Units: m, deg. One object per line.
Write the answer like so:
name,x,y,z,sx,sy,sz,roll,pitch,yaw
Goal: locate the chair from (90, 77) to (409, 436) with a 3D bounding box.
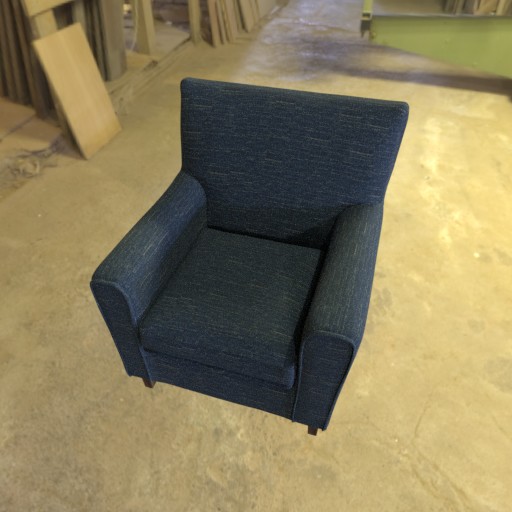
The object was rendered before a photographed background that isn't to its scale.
chair,0.000,0.000,1.628,0.864,0.928,0.873,12,42,13
